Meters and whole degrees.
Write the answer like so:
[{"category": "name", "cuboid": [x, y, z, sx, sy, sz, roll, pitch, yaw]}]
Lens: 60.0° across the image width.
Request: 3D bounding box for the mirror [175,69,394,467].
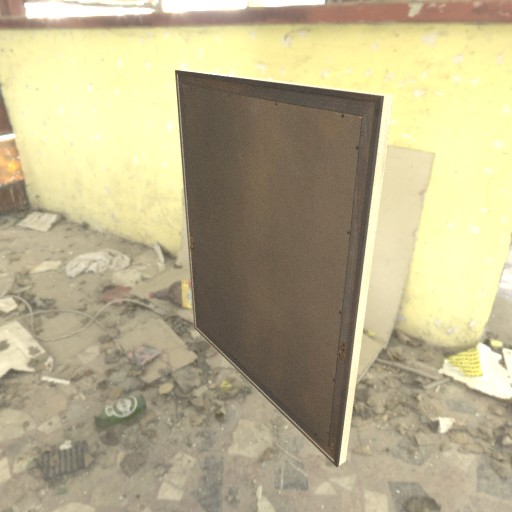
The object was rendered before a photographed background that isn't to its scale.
[{"category": "mirror", "cuboid": [0.000, 0.000, 1.186, 0.032, 0.882, 0.730, -18, 32, -32]}]
